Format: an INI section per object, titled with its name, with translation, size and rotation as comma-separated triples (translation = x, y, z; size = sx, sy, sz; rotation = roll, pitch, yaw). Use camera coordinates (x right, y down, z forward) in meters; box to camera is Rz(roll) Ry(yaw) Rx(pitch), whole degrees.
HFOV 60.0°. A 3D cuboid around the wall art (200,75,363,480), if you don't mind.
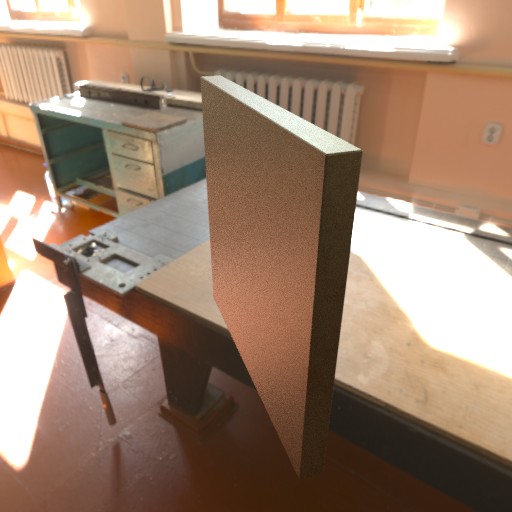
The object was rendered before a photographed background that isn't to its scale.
[wall art]
translation = 0.000, 0.000, 0.755
size = 0.040, 0.506, 0.503
rotation = -10, 32, -17
